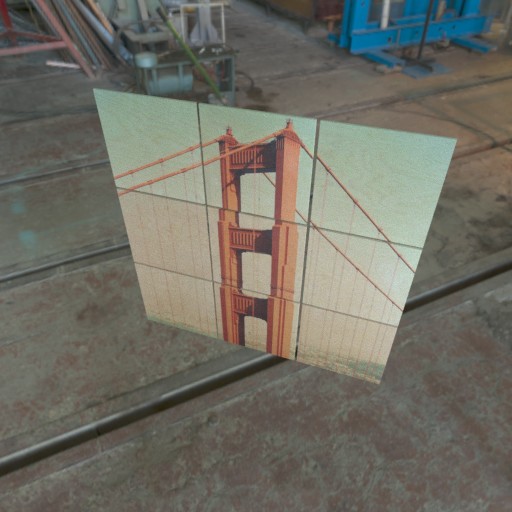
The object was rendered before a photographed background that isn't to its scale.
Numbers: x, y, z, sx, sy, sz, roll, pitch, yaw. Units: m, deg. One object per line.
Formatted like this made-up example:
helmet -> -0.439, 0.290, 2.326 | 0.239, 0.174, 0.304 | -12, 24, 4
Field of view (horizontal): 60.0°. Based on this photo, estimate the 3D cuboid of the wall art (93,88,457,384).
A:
wall art -> 0.000, 0.000, 2.264 | 1.517, 1.523, 0.013 | 13, 42, 14
